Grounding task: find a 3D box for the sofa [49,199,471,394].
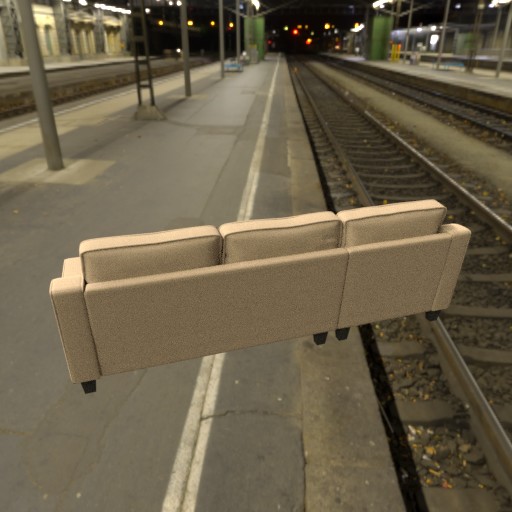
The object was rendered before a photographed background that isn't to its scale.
[{"bbox_3d":[0.000,0.000,3.203,2.561,0.928,1.294,-8,27,-16],"label":"sofa"}]
